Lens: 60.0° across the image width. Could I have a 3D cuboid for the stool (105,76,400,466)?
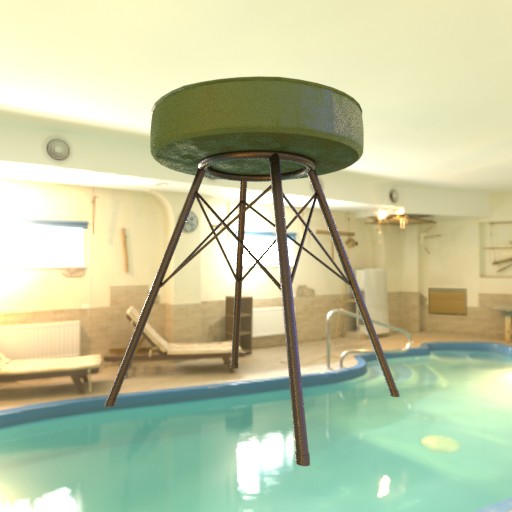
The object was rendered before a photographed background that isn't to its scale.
[{"bbox_3d":[0.000,0.000,0.912,0.457,0.595,0.430,-1,-1,36],"label":"stool"}]
